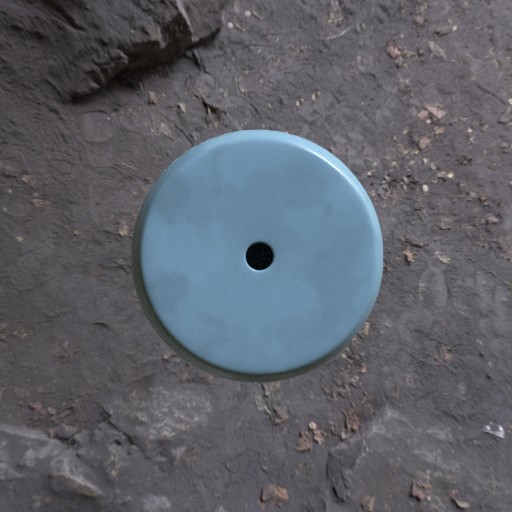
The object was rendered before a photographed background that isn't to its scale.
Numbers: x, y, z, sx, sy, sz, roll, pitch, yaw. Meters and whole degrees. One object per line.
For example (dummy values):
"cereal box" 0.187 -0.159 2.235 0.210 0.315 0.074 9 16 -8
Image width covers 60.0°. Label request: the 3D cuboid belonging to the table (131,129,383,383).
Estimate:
"table" 0.000 0.000 0.621 0.309 0.397 0.309 0 90 -1
